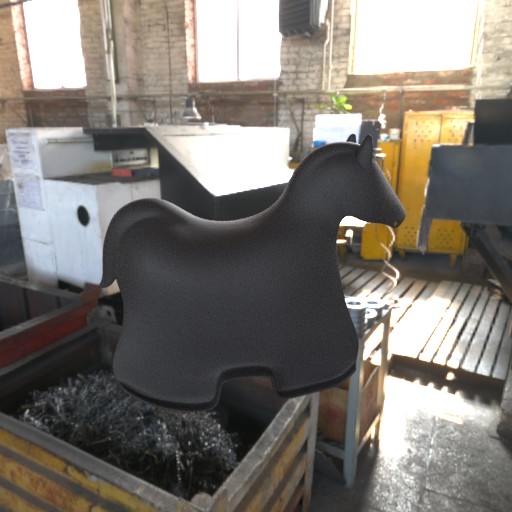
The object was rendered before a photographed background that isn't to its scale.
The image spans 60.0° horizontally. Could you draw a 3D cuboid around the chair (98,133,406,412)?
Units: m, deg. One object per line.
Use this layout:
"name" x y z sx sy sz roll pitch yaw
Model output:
"chair" 0.000 0.000 1.157 0.800 0.612 0.429 -3 17 -9
